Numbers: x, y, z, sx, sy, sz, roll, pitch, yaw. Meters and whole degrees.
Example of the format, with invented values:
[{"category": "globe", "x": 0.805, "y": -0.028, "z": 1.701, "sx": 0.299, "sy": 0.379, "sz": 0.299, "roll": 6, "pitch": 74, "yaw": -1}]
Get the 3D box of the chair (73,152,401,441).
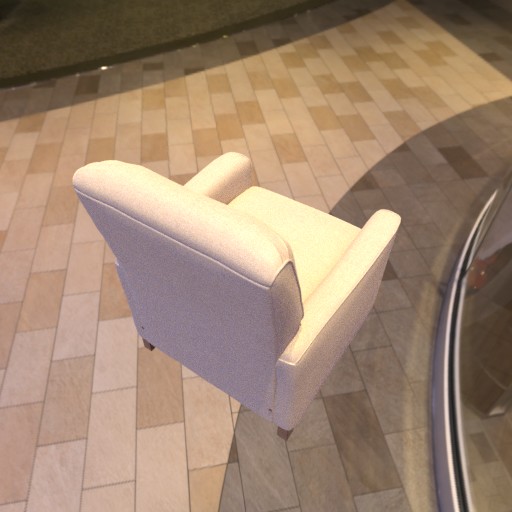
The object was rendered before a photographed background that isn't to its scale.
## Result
[{"category": "chair", "x": 0.000, "y": 0.000, "z": 1.673, "sx": 0.841, "sy": 1.023, "sz": 0.858, "roll": 26, "pitch": 51, "yaw": 23}]
